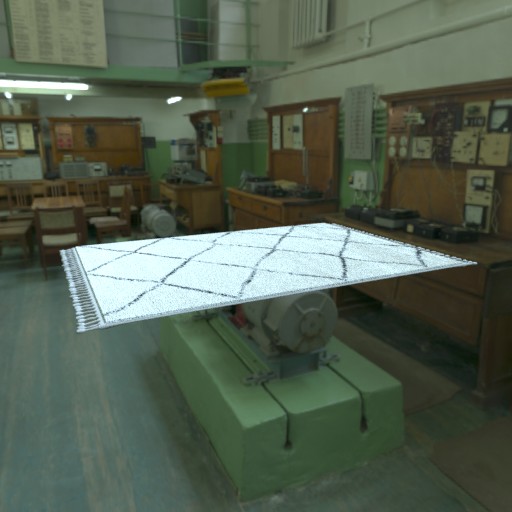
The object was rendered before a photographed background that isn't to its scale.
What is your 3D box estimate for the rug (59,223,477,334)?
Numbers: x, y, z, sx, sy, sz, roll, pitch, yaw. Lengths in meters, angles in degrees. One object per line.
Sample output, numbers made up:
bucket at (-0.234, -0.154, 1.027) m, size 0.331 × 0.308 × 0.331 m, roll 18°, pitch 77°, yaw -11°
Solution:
rug at (0.000, 0.000, 2.885) m, size 2.307 × 0.031 × 1.494 m, roll -7°, pitch 16°, yaw -25°
